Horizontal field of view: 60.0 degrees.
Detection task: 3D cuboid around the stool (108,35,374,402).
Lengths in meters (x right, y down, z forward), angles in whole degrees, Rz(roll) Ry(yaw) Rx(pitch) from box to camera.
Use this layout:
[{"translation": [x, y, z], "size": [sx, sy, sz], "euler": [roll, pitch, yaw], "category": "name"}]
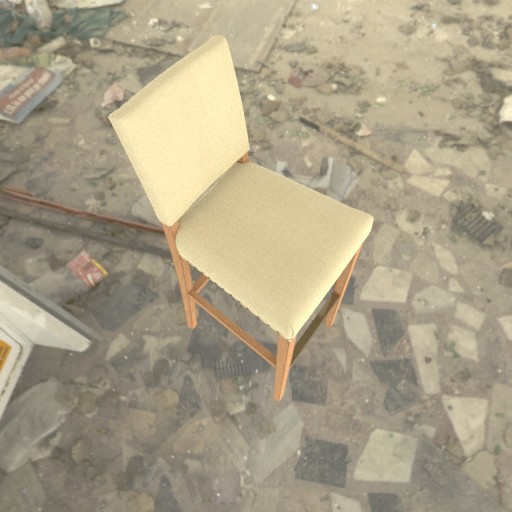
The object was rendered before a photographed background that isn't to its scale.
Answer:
[{"translation": [0.000, 0.000, 1.429], "size": [0.546, 1.143, 0.428], "euler": [32, 64, 18], "category": "stool"}]
